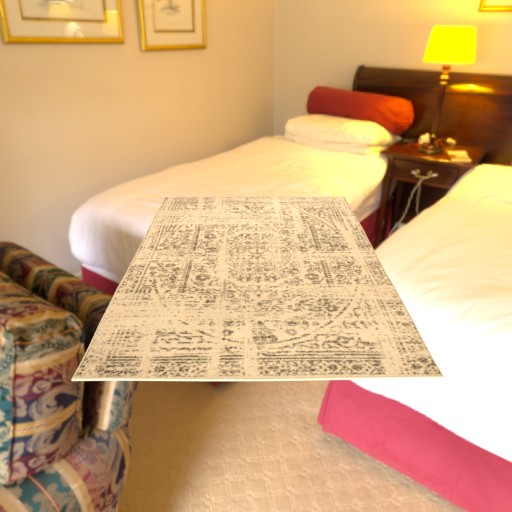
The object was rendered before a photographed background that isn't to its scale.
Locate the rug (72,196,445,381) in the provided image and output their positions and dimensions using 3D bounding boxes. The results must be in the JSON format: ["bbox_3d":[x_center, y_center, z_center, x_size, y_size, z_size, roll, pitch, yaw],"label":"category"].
[{"bbox_3d":[0.000,0.000,3.087,1.706,0.026,2.438,0,27,0],"label":"rug"}]
